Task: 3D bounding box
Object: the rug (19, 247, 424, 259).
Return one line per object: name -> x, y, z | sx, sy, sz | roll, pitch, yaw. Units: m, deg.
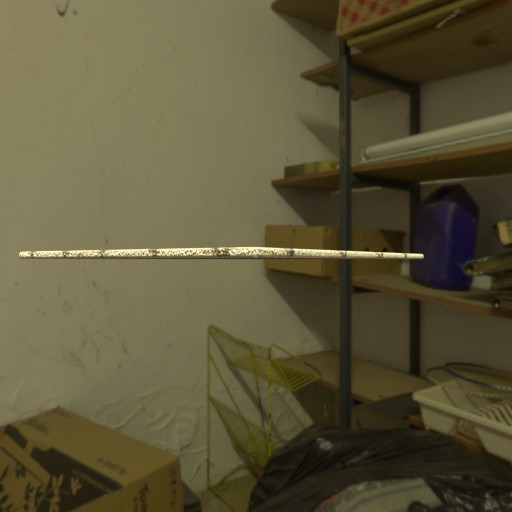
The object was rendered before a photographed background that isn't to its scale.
rug -> 0.000, 0.000, 2.257 | 1.219, 0.030, 1.778 | 0, -1, 34
